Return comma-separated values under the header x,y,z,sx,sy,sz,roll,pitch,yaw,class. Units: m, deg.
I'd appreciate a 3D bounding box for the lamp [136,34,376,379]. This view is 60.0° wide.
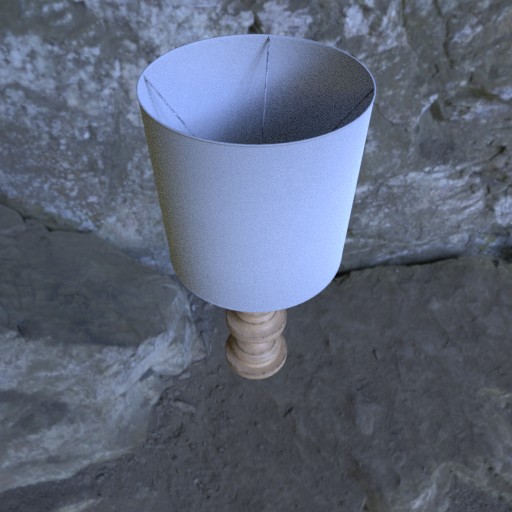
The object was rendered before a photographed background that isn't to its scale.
x,y,z,sx,sy,sz,roll,pitch,yaw,class
0.000,0.000,0.557,0.208,0.455,0.208,-9,48,-9,lamp
